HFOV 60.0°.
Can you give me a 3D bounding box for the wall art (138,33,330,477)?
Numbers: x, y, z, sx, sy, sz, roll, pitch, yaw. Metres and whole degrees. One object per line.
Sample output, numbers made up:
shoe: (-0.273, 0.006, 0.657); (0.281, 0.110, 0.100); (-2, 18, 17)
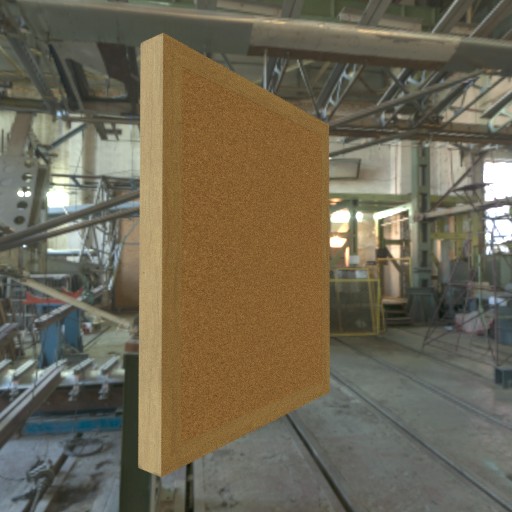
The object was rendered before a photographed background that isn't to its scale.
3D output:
wall art: (0.000, 0.000, 0.513); (0.030, 0.380, 0.312); (-1, -1, 36)
